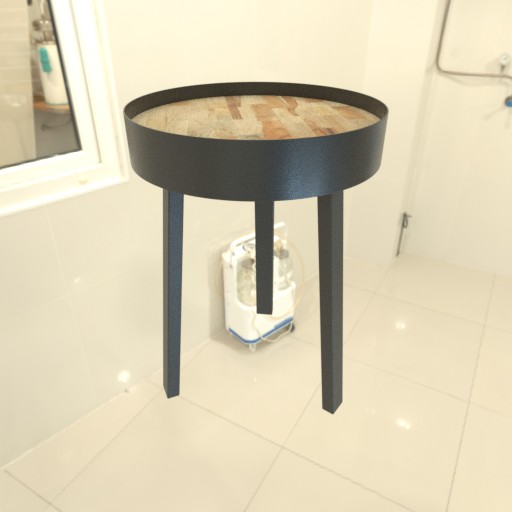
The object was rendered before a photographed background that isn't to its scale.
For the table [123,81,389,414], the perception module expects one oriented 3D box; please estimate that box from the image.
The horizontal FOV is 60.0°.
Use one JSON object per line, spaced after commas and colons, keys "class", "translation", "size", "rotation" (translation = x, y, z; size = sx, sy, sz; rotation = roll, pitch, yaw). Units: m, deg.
{"class": "table", "translation": [0.000, 0.000, 0.842], "size": [0.406, 0.559, 0.406], "rotation": [0, 31, 0]}
